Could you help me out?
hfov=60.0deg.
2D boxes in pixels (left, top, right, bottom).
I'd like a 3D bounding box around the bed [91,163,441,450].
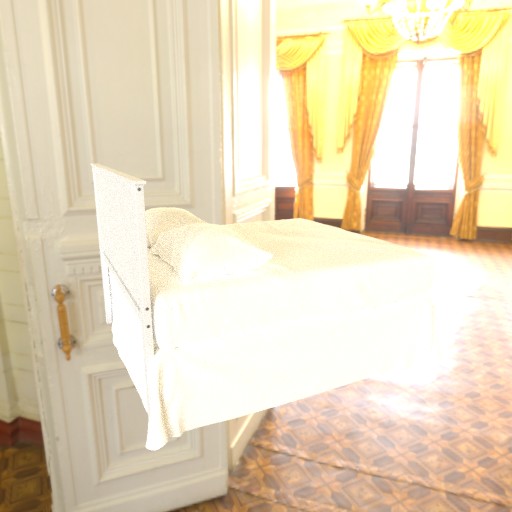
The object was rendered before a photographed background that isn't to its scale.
[{"bbox_3d":[0.000,0.000,3.181,2.047,1.269,1.876,-7,16,-25],"label":"bed"}]
